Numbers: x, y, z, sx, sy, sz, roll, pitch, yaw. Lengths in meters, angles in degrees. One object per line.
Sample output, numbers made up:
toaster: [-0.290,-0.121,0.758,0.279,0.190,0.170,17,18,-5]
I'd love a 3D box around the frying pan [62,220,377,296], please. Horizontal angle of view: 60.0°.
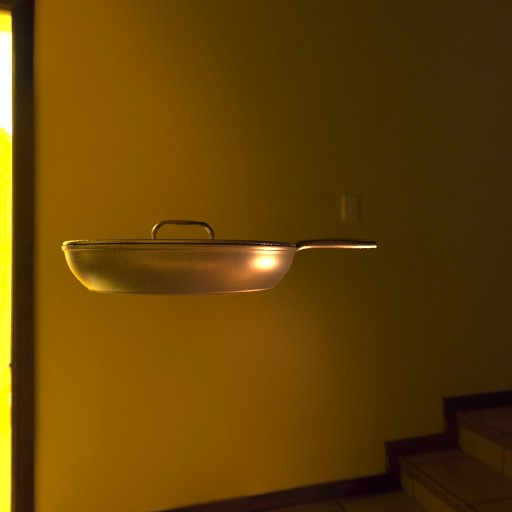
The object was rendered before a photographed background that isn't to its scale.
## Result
frying pan: [0.000,0.000,0.603,0.490,0.086,0.272,0,0,-37]
